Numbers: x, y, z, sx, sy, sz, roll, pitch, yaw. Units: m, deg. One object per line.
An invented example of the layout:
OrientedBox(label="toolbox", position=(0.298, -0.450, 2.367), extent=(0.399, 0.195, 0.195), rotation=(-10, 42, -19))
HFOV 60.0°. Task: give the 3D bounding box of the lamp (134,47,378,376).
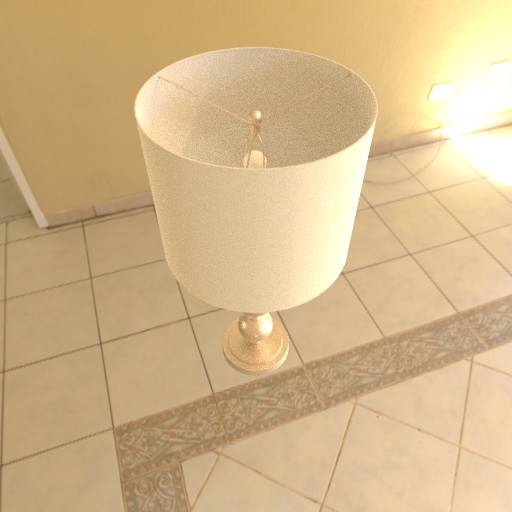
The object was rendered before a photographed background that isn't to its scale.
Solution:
OrientedBox(label="lamp", position=(0.000, 0.000, 0.705), extent=(0.277, 0.538, 0.277), rotation=(-23, 51, -20))
